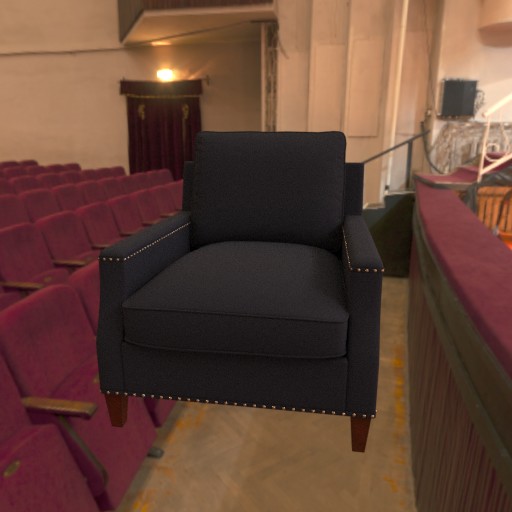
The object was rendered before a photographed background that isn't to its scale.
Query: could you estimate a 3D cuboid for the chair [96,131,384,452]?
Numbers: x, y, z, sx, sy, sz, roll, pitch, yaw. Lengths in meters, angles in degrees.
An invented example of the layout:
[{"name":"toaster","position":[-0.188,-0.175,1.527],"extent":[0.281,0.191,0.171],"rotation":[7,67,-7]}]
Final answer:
[{"name":"chair","position":[0.000,0.000,1.697],"extent":[0.853,0.943,1.014],"rotation":[2,14,9]}]
